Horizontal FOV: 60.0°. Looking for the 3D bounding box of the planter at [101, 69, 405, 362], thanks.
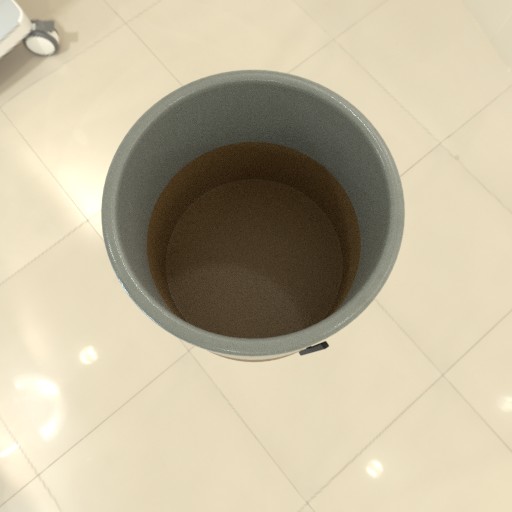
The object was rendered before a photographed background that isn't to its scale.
[{"bbox_3d":[0.000,0.000,0.728,0.348,0.480,0.360,-32,78,-8],"label":"planter"}]
